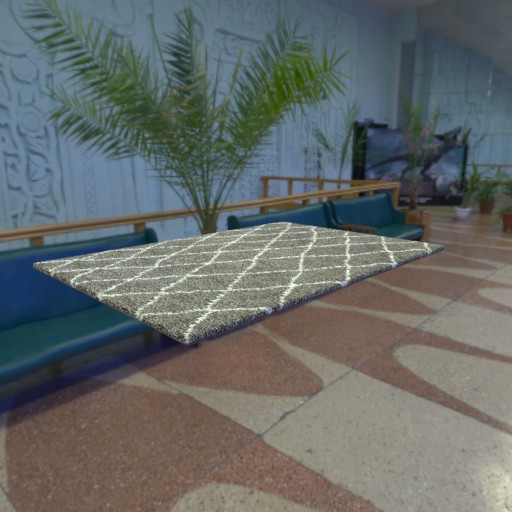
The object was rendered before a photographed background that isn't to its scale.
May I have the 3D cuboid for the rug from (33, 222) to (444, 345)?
[{"bbox_3d":[0.000,0.000,2.291,1.219,0.030,1.778,13,19,43],"label":"rug"}]
